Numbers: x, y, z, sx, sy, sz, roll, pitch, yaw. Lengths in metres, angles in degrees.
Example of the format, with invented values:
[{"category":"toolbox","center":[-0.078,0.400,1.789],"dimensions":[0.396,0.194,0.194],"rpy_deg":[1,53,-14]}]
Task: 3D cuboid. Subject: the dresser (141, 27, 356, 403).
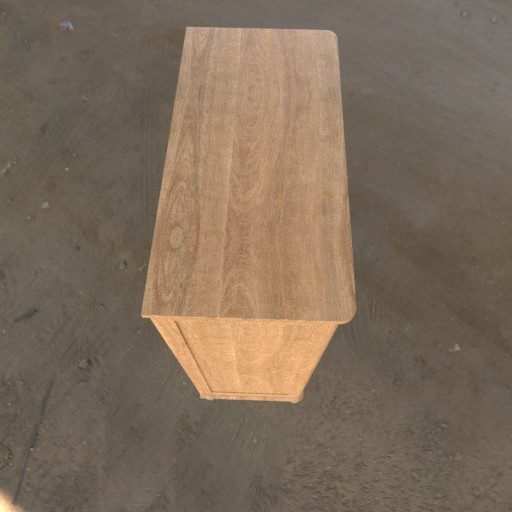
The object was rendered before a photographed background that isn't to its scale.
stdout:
[{"category":"dresser","center":[0.000,0.000,1.793],"dimensions":[0.484,1.318,0.973],"rpy_deg":[2,63,1]}]
